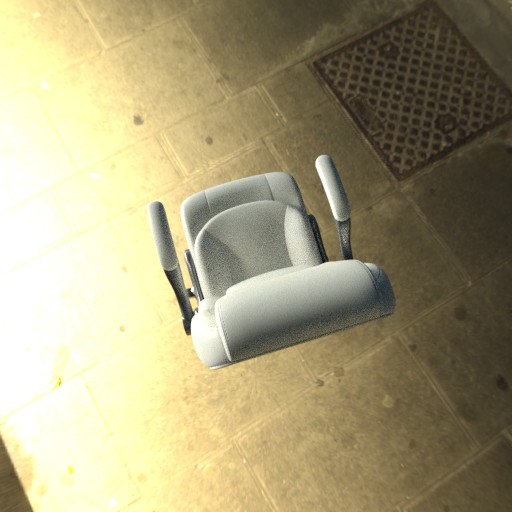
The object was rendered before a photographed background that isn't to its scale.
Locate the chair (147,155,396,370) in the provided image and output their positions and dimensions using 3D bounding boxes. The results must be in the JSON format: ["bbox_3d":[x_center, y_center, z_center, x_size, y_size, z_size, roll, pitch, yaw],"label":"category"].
[{"bbox_3d":[0.000,0.000,1.771,0.755,1.330,0.806,-16,75,-4],"label":"chair"}]
